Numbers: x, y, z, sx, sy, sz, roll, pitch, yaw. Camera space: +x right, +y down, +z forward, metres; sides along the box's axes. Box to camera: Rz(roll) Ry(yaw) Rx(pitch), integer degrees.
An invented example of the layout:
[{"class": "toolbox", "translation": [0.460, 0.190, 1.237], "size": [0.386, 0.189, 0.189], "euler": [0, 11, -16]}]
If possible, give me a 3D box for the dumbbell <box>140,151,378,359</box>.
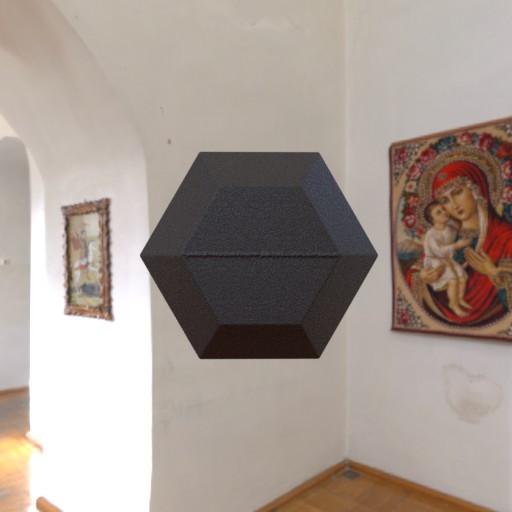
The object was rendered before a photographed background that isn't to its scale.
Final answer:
[{"class": "dumbbell", "translation": [0.000, 0.000, 0.341], "size": [0.122, 0.106, 0.271], "euler": [0, 0, -1]}]
